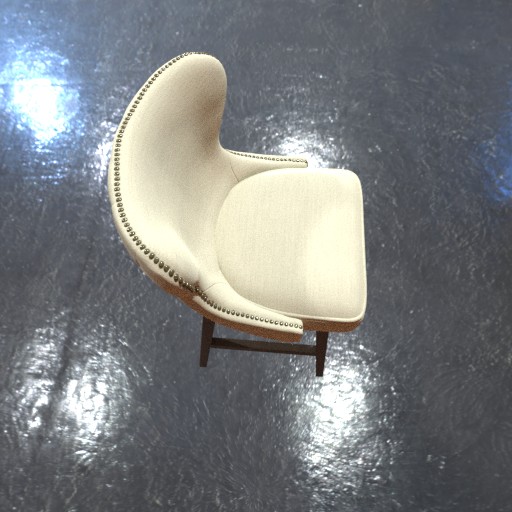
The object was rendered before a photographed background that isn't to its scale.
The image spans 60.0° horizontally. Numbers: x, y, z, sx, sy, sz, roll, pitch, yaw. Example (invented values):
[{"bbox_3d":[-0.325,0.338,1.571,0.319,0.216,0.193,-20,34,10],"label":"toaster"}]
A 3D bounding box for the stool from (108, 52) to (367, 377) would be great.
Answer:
[{"bbox_3d":[0.000,0.000,1.318,0.597,0.972,0.615,4,62,2],"label":"stool"}]
